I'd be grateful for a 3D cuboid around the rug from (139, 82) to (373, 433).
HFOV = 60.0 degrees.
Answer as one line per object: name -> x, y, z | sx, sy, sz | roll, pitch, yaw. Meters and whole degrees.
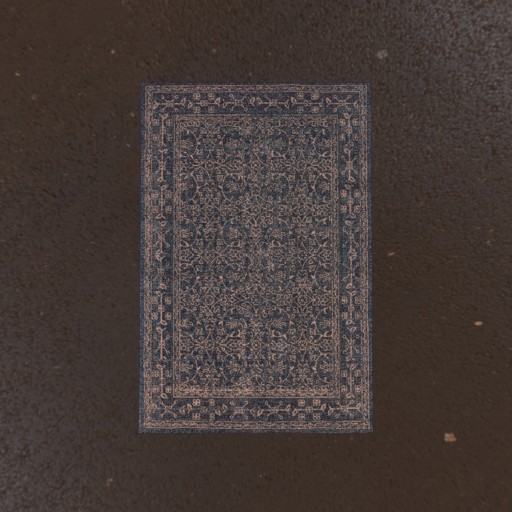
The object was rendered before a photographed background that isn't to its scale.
rug -> 0.000, 0.000, 2.293 | 1.200, 0.005, 1.819 | 0, 88, 0
